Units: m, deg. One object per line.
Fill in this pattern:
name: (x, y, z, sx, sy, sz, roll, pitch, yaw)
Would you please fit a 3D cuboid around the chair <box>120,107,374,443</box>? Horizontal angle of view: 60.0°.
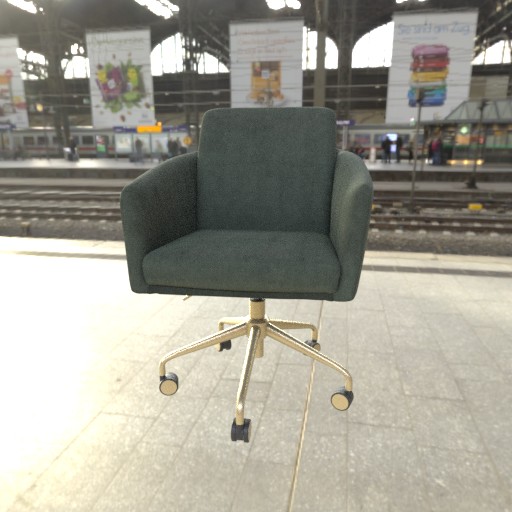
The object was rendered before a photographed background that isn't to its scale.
chair: (0.000, 0.000, 1.356, 0.641, 0.908, 0.635, 2, 14, 9)
